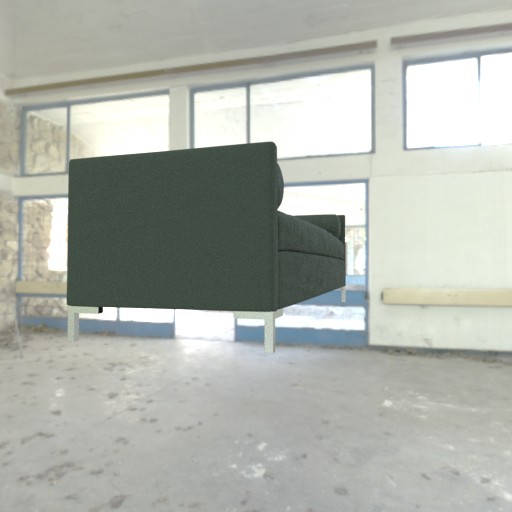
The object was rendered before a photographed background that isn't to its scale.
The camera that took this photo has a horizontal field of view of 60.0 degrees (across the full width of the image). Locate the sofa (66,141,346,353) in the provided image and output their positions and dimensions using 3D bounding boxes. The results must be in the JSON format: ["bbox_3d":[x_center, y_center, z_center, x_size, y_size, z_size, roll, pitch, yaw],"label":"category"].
[{"bbox_3d":[0.000,0.000,2.458,0.797,0.657,2.102,0,-2,17],"label":"sofa"}]
